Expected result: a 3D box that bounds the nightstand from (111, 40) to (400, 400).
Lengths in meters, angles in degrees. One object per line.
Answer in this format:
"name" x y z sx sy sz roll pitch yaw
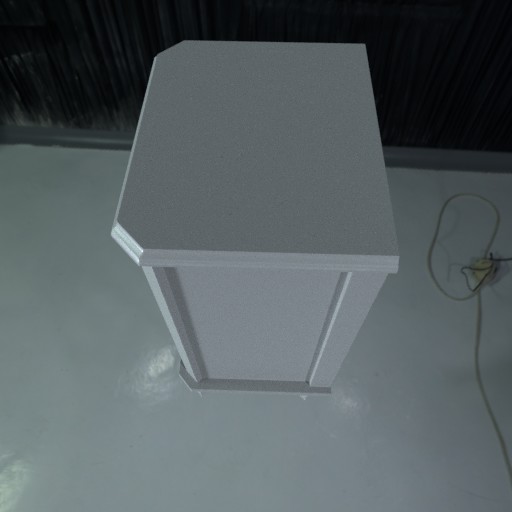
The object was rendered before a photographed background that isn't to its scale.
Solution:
"nightstand" 0.000 0.000 0.913 0.348 0.680 0.435 2 58 1
